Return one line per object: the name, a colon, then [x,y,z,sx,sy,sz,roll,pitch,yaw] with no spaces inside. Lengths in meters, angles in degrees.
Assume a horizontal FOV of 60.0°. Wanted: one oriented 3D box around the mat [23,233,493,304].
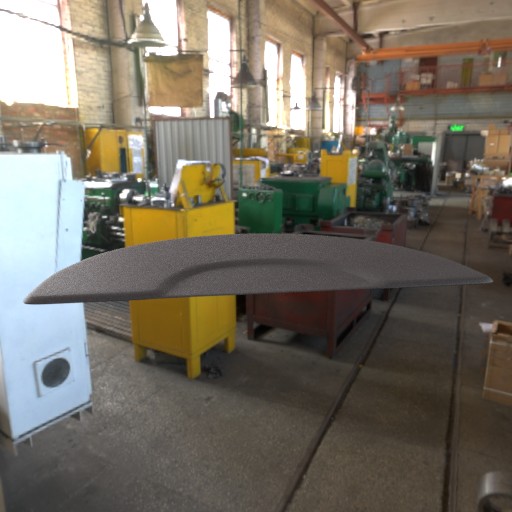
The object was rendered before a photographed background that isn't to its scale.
mat: [0.000,0.000,1.827,1.525,0.022,0.917,-2,14,-8]
